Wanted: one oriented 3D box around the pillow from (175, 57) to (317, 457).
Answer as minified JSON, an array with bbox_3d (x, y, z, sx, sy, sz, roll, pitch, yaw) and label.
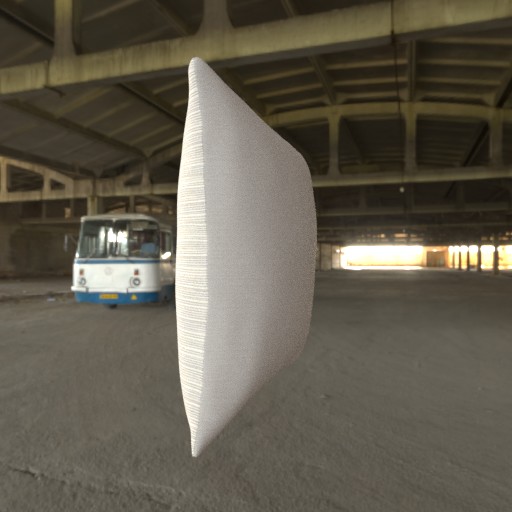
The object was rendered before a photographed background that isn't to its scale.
[{"bbox_3d":[0.000,0.000,0.788,0.204,0.497,0.512,0,0,19],"label":"pillow"}]
